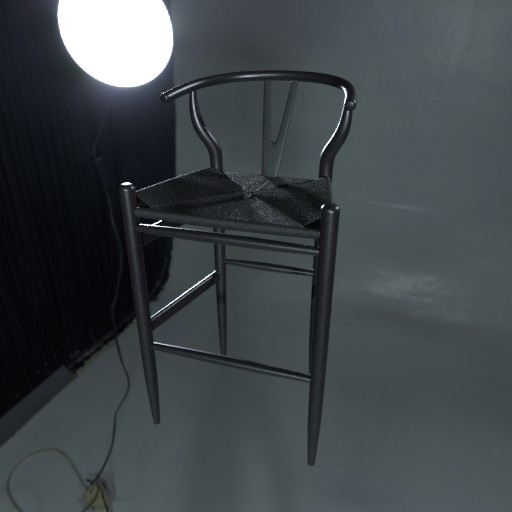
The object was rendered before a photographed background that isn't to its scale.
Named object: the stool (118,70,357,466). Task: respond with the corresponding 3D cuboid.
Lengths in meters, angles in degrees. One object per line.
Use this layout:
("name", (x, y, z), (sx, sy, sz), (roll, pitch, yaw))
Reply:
("stool", (0.000, 0.000, 1.417), (0.569, 1.072, 0.579), (8, 27, 16))
